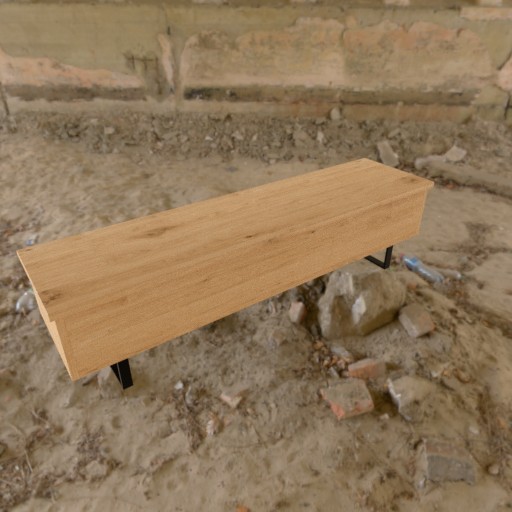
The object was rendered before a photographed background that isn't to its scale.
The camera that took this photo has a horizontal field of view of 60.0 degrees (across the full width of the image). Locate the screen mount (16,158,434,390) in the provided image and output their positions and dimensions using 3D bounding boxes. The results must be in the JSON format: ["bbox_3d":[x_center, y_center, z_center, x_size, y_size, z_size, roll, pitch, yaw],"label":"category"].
[{"bbox_3d":[0.000,0.000,1.890,1.700,0.430,0.450,-20,36,-30],"label":"screen mount"}]
